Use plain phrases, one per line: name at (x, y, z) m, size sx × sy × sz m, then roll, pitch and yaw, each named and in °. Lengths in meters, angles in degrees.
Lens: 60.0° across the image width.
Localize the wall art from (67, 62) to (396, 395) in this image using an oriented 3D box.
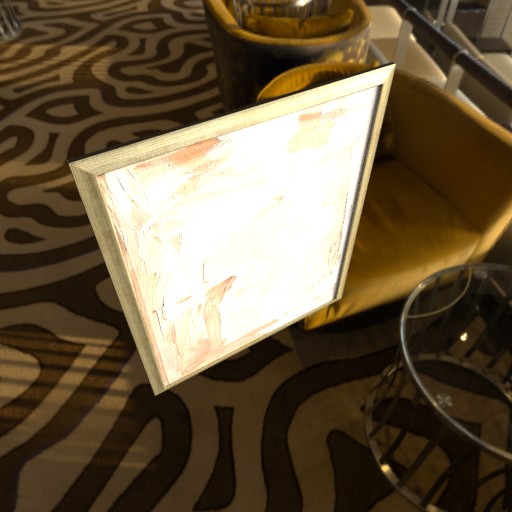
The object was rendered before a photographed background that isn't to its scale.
wall art at (0.000, 0.000, 0.904) m, size 0.559 × 0.660 × 0.018 m, roll -24°, pitch 52°, yaw -21°
